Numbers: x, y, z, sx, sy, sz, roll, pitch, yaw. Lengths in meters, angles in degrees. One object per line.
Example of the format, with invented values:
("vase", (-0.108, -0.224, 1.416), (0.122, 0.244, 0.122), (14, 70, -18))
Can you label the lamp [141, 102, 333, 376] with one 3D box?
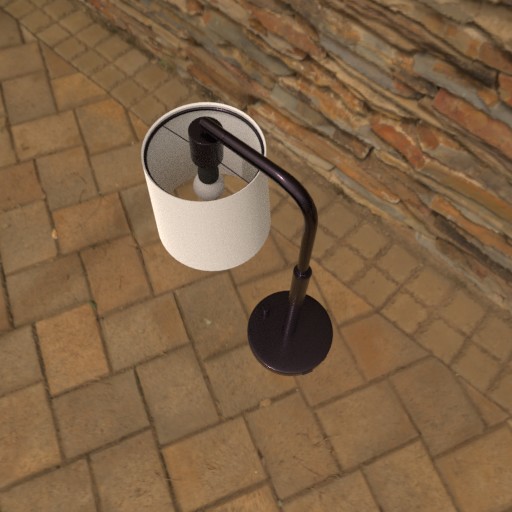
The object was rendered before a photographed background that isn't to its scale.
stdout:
("lamp", (0.000, 0.000, 0.674), (0.333, 0.489, 0.171), (35, 69, 16))
